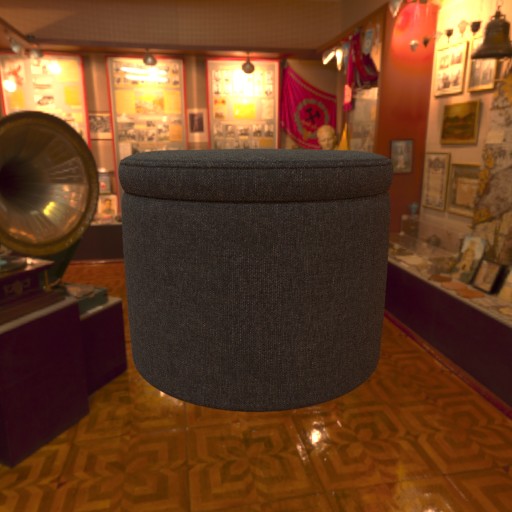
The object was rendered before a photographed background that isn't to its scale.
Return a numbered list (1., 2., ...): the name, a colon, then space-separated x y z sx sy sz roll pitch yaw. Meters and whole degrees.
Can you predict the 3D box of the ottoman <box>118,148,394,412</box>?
1. ottoman: 0.000 0.000 0.912 0.520 0.430 0.520 0 14 0
